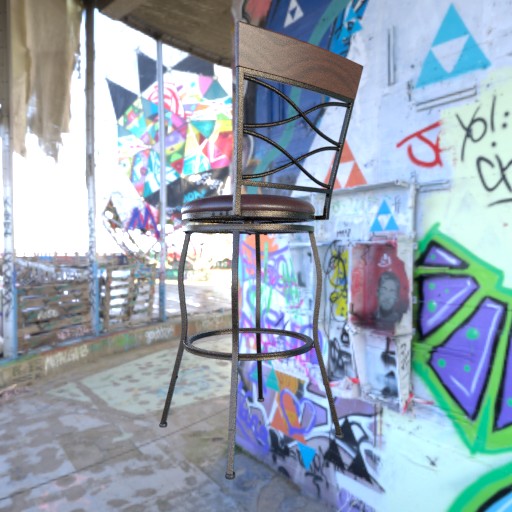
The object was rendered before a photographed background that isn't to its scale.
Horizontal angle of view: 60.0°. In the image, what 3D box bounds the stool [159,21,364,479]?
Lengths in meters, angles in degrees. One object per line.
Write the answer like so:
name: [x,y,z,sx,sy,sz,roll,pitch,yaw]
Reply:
stool: [0.000,0.000,1.382,0.448,1.130,0.513,-1,1,-36]
